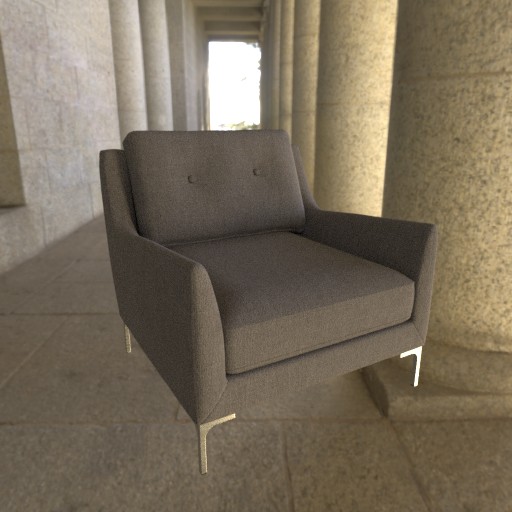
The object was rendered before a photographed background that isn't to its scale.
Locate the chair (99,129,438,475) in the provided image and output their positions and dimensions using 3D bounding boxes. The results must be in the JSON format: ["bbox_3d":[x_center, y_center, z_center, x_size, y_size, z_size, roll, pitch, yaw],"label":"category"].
[{"bbox_3d":[0.000,0.000,1.526,0.847,0.828,0.849,-10,19,-29],"label":"chair"}]
